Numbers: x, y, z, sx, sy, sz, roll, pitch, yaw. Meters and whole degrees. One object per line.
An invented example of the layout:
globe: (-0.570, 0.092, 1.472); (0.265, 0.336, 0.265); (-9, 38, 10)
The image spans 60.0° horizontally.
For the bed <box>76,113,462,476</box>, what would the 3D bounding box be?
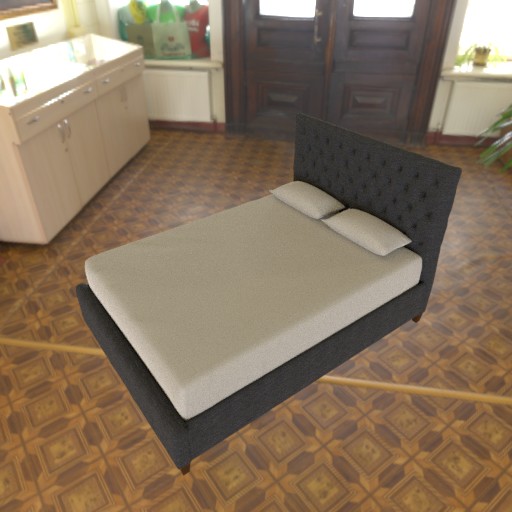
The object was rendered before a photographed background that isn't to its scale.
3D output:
bed: (0.000, 0.000, 3.425); (2.387, 1.427, 1.698); (-23, 40, -30)
